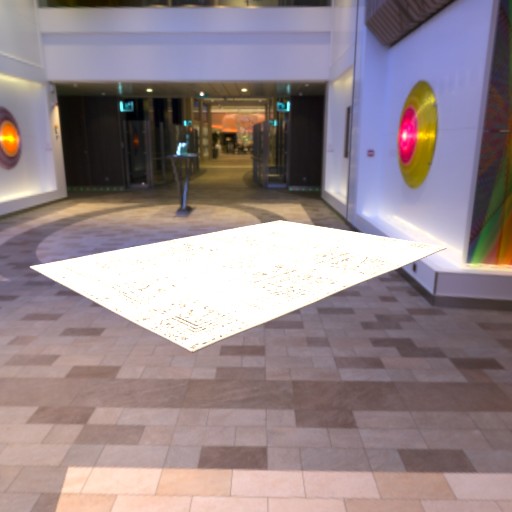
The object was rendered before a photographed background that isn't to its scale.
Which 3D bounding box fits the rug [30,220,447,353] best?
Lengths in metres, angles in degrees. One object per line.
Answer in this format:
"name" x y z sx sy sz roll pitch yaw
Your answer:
"rug" 0.000 0.000 3.112 1.706 0.026 2.438 14 20 43
